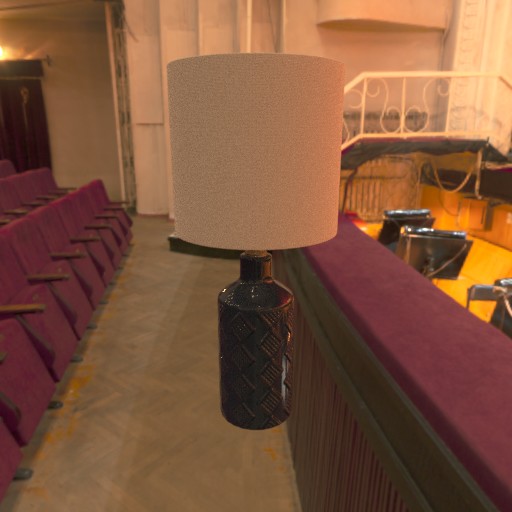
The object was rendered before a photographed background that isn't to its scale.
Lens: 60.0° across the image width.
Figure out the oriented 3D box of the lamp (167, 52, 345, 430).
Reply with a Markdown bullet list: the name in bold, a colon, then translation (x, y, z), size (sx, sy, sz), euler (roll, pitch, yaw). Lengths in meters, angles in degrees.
- **lamp**: translation (0.000, 0.000, 0.584), size (0.207, 0.461, 0.207), euler (-2, 16, -8)
